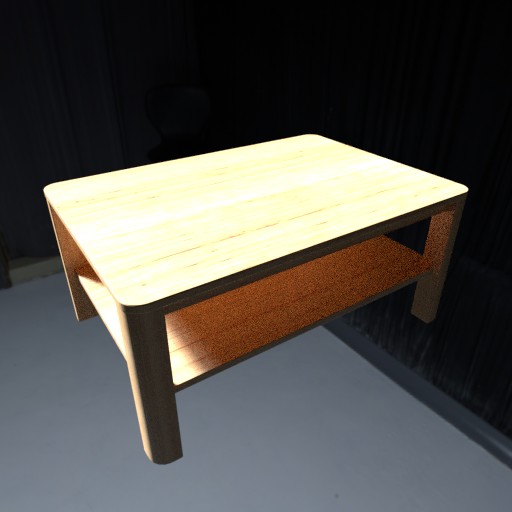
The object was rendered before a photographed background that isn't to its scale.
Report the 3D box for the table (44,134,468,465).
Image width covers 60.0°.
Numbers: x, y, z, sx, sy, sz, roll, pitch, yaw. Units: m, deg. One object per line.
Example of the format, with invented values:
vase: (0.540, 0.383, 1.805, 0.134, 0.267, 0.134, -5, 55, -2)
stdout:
table: (0.000, 0.000, 1.353, 0.997, 0.445, 0.696, -19, 35, -29)
